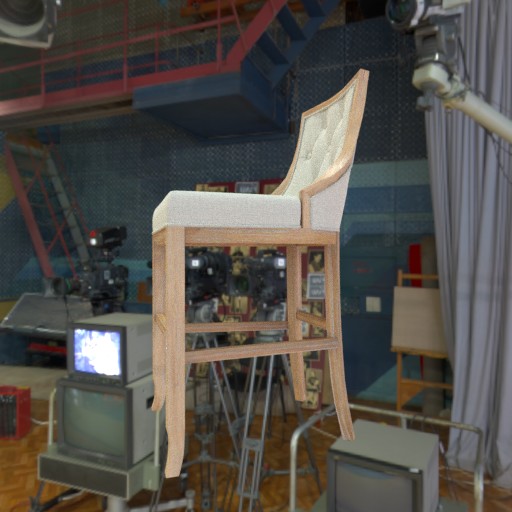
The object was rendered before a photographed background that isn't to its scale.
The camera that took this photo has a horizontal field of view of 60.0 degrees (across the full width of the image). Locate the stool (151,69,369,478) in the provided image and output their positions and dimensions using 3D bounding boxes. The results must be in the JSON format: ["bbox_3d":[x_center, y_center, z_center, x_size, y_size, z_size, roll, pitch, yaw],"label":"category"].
[{"bbox_3d":[0.000,0.000,1.434,0.626,1.101,0.524,0,0,-17],"label":"stool"}]
